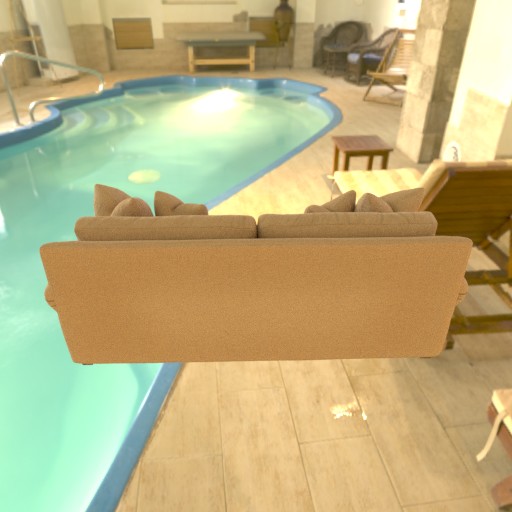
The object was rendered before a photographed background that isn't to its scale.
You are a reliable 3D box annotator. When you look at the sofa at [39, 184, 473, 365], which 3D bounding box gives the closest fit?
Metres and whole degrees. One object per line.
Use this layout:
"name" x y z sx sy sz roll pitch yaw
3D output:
"sofa" 0.000 0.000 2.817 2.285 0.904 1.067 -1 31 -1
